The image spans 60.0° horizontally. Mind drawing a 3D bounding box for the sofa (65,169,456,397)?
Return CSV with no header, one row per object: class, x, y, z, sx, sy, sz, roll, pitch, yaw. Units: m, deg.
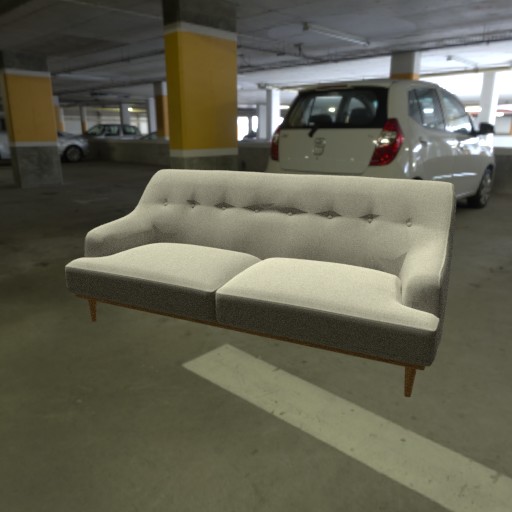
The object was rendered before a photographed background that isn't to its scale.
sofa,0.000,0.000,2.558,2.057,0.871,0.978,7,17,24
